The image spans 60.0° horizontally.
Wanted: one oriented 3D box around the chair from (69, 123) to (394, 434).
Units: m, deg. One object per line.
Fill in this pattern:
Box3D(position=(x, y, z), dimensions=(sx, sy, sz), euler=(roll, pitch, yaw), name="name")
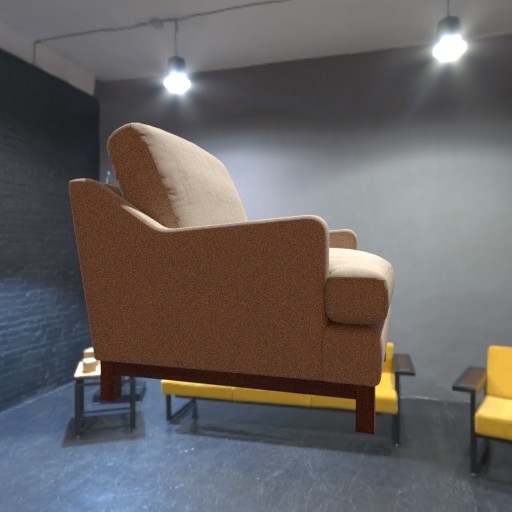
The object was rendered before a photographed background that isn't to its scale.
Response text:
Box3D(position=(0.000, 0.000, 1.692), dimensions=(1.001, 0.916, 0.912), euler=(0, 1, 18), name="chair")
